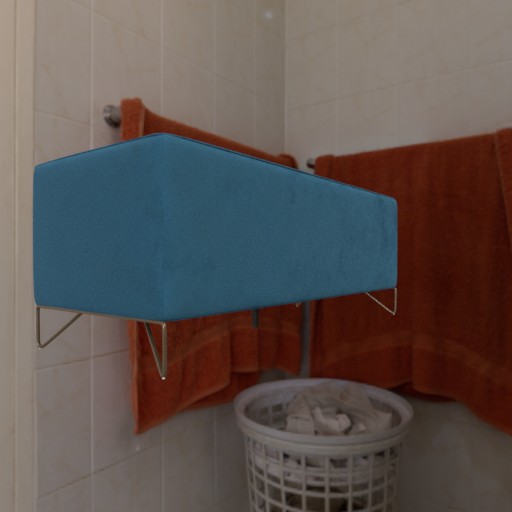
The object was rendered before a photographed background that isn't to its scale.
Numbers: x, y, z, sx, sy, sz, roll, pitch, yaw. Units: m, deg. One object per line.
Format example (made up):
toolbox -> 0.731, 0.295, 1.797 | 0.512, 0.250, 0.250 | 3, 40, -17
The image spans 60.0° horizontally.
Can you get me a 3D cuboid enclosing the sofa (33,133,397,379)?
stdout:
sofa -> 0.000, 0.000, 2.452 | 0.867, 0.789, 2.087 | 0, 0, 38
